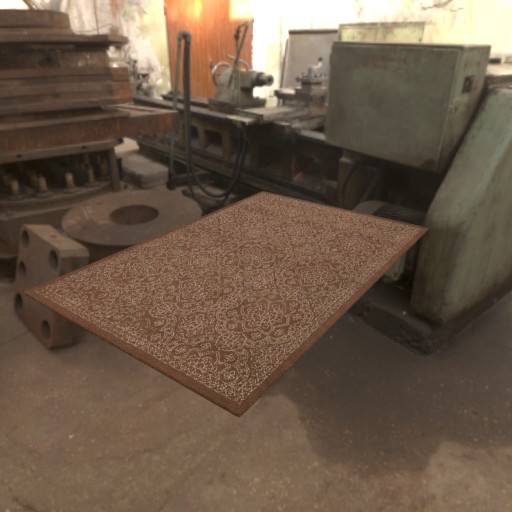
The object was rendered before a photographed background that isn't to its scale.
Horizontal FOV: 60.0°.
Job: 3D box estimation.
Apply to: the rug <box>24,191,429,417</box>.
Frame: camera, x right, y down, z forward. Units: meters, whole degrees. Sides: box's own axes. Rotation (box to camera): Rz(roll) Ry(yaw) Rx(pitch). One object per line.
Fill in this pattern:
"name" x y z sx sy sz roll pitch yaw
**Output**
"rug" 0.000 0.000 2.299 1.219 0.010 1.829 18 31 32
